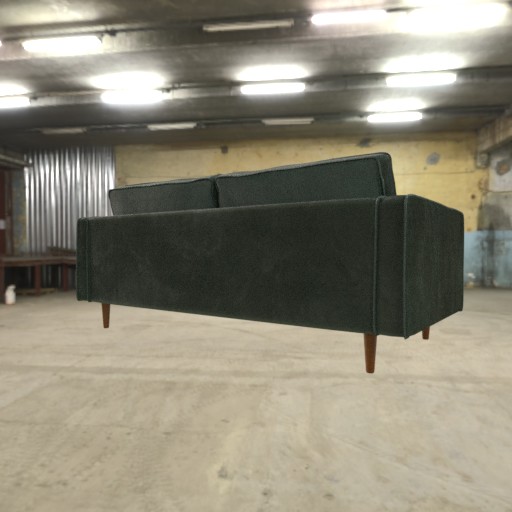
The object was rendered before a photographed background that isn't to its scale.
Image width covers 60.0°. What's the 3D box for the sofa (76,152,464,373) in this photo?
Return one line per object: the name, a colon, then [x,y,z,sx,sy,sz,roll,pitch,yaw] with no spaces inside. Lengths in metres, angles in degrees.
sofa: [0.000,0.000,2.241,1.816,0.781,0.886,1,1,36]
